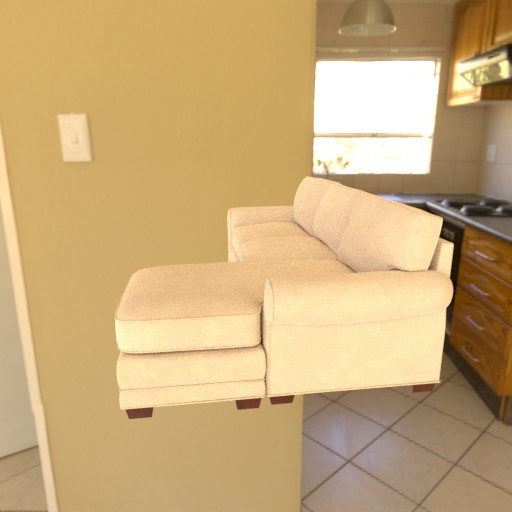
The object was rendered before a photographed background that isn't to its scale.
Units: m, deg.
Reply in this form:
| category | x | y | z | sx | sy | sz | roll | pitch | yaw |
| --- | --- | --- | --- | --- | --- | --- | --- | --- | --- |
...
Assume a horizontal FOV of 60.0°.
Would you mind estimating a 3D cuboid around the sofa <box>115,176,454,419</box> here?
| category | x | y | z | sx | sy | sz | roll | pitch | yaw |
| --- | --- | --- | --- | --- | --- | --- | --- | --- | --- |
| sofa | 0.000 | 0.000 | 2.352 | 1.226 | 0.734 | 1.770 | -2 | 15 | -8 |
